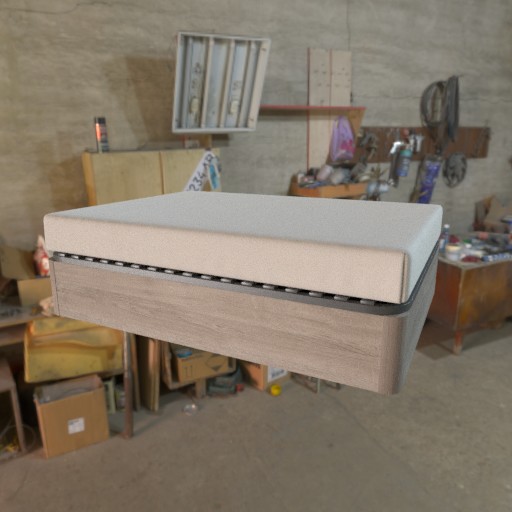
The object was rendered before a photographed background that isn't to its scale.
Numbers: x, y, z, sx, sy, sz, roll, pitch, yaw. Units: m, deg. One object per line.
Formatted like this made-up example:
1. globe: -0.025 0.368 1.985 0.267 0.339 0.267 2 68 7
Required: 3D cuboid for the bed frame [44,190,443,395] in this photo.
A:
1. bed frame: 0.000 0.000 2.607 1.900 0.561 1.400 7 16 26
